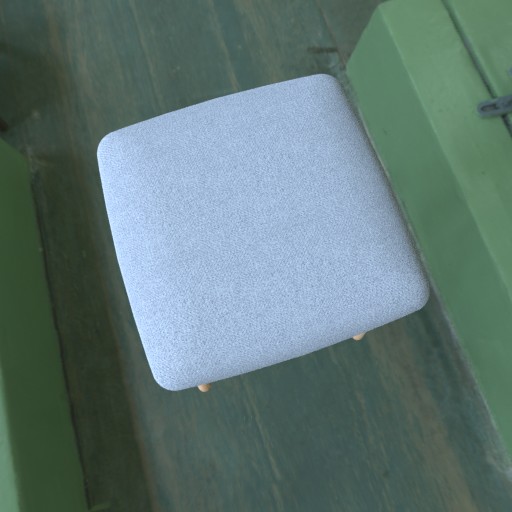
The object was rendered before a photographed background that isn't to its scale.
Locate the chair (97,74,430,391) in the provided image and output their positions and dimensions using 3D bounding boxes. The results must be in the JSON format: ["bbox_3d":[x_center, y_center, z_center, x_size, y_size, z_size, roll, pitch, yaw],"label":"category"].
[{"bbox_3d":[0.000,0.000,0.717,0.350,0.440,0.350,-17,75,-5],"label":"chair"}]
